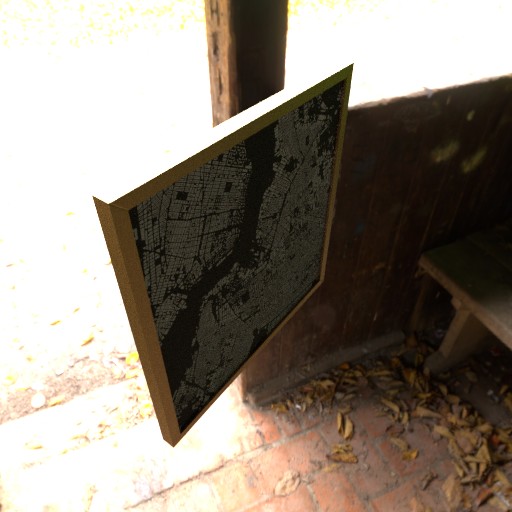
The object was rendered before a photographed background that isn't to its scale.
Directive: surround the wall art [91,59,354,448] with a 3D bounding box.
[{"bbox_3d":[0.000,0.000,2.852,0.099,1.926,1.926,26,48,27],"label":"wall art"}]
